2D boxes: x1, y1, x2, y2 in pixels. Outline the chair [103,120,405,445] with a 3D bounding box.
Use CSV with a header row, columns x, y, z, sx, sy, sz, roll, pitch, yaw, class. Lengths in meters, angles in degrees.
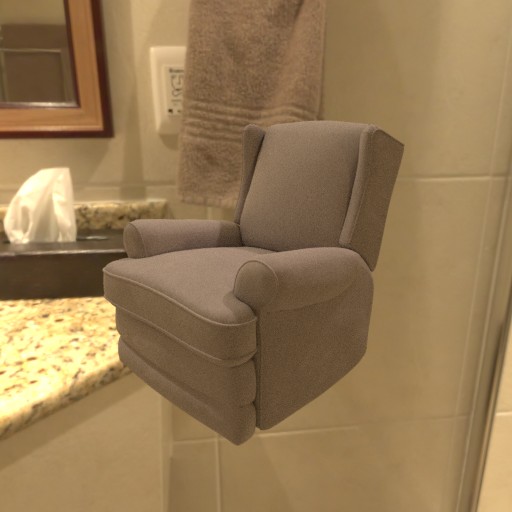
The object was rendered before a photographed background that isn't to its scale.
x,y,z,sx,sy,sz,roll,pitch,yaw,class
0.000,0.000,1.724,0.969,1.011,0.847,-16,23,-43,chair
